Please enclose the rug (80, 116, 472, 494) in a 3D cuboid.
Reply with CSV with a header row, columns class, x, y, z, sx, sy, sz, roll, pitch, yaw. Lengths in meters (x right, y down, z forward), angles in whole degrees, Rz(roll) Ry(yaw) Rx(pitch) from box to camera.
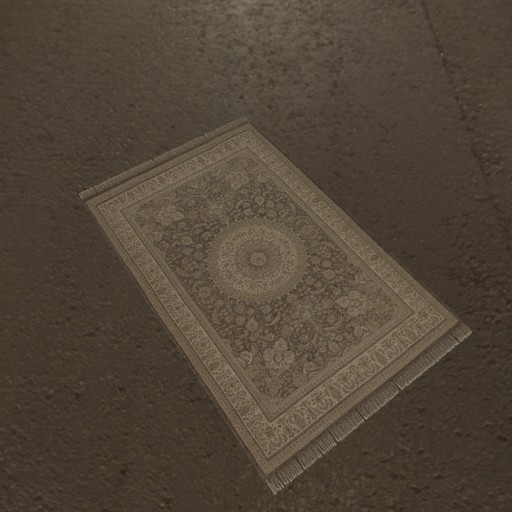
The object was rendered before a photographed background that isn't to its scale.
class,x,y,z,sx,sy,sz,roll,pitch,yaw
rug,0.000,0.000,3.003,1.528,0.010,2.440,-31,62,-19
